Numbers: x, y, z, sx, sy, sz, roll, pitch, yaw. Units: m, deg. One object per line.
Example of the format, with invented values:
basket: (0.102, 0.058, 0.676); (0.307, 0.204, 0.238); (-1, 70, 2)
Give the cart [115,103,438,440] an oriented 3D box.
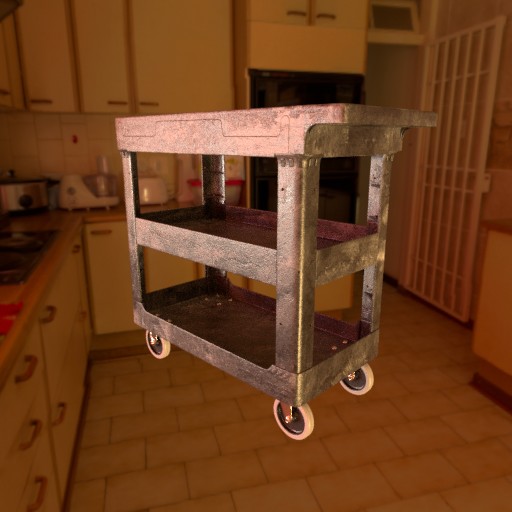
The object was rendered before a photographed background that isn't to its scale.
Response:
cart: (0.000, 0.000, 1.358); (0.877, 0.824, 0.420); (14, 20, 43)
